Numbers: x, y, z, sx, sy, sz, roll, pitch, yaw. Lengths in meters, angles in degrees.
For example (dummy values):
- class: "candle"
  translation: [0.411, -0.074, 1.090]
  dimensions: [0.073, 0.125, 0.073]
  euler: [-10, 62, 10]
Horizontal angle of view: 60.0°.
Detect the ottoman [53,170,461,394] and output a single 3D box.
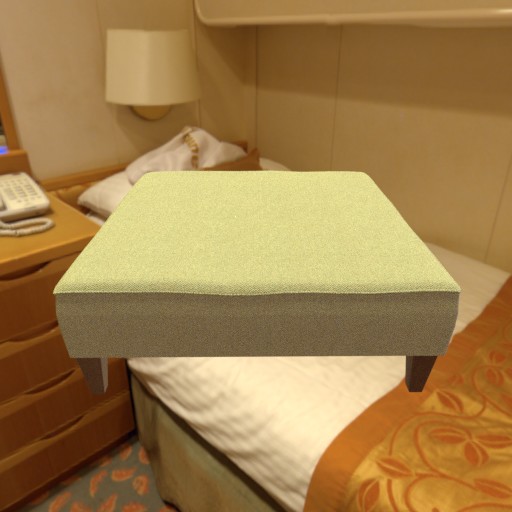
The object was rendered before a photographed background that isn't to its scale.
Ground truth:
- class: "ottoman"
  translation: [0.000, 0.000, 1.545]
  dimensions: [0.968, 0.379, 1.004]
  euler: [0, 27, 0]
